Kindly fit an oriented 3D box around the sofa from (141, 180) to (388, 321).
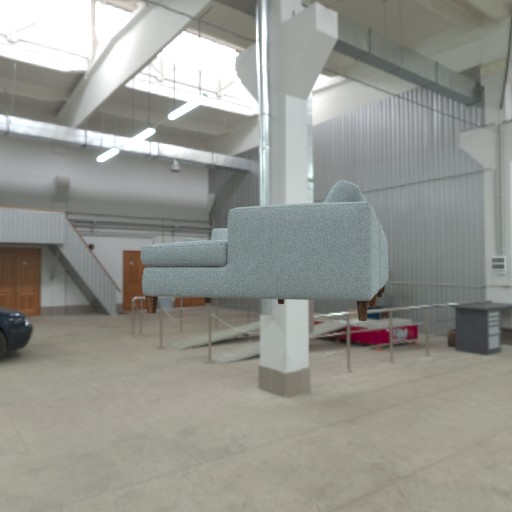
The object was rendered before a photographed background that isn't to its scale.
[{"bbox_3d":[0.000,0.000,4.591,2.551,0.889,3.403,-1,-2,18],"label":"sofa"}]
